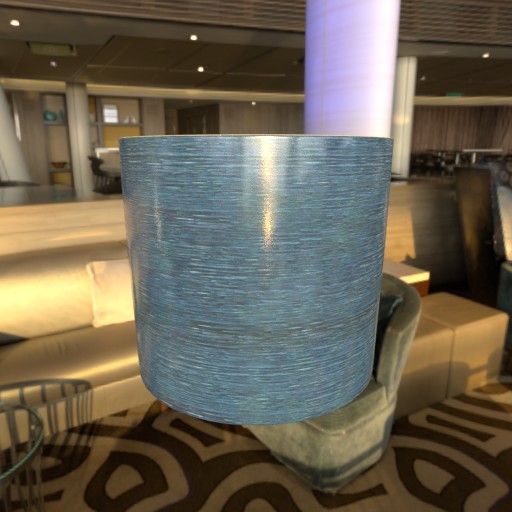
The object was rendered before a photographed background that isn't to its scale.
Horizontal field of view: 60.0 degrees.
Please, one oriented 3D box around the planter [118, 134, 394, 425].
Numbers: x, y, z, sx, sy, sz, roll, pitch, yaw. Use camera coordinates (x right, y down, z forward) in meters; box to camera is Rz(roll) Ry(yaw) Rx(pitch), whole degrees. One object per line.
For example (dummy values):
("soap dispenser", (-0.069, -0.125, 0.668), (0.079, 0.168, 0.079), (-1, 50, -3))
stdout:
("planter", (0.000, 0.000, 0.395), (0.221, 0.201, 0.221), (0, 13, 0))
